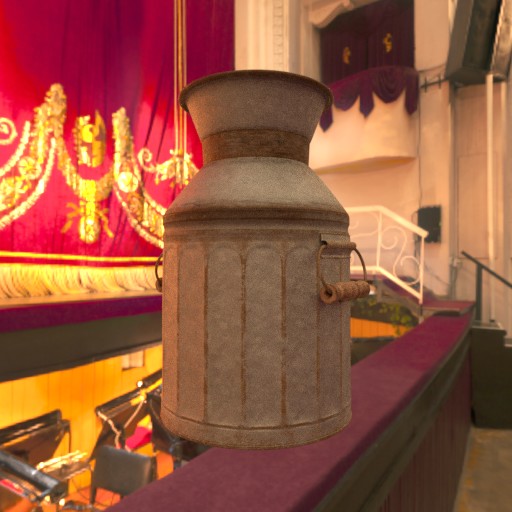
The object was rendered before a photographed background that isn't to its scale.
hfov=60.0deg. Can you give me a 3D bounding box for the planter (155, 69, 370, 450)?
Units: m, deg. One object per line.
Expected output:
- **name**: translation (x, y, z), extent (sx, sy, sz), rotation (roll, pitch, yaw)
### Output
- **planter**: translation (0.000, 0.000, 0.511), extent (0.248, 0.358, 0.215), rotation (0, 0, 36)
